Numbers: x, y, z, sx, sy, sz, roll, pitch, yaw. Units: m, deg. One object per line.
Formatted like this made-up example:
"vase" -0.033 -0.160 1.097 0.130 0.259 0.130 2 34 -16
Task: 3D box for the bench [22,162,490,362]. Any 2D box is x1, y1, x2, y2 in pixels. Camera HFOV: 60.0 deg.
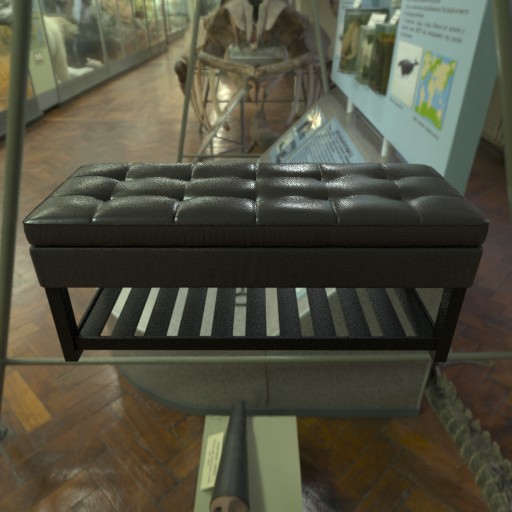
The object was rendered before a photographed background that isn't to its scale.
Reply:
"bench" 0.000 0.000 1.312 1.105 0.460 0.432 0 30 0
